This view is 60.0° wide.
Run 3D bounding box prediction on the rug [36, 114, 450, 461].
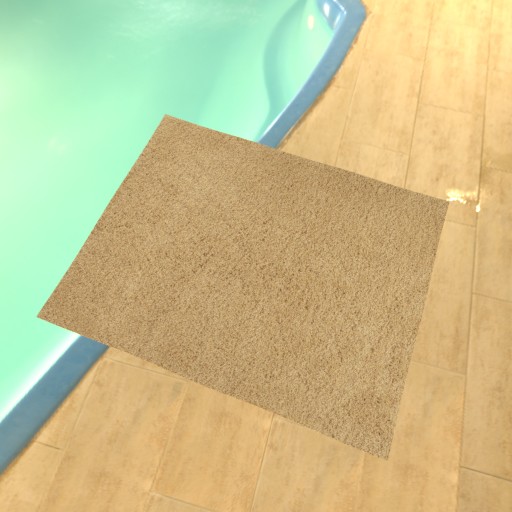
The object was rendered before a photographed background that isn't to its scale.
[{"bbox_3d":[0.000,0.000,3.957,3.000,0.025,2.400,19,66,9],"label":"rug"}]
